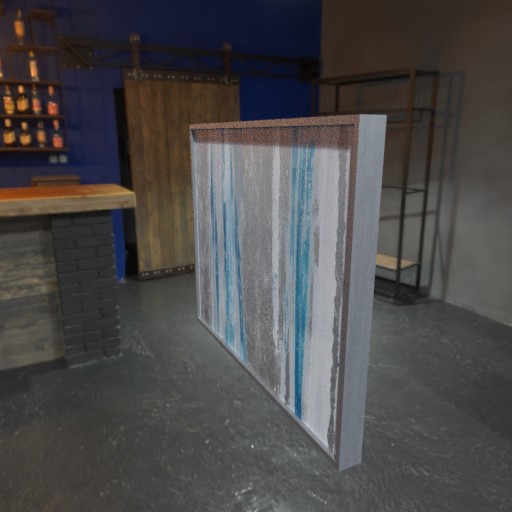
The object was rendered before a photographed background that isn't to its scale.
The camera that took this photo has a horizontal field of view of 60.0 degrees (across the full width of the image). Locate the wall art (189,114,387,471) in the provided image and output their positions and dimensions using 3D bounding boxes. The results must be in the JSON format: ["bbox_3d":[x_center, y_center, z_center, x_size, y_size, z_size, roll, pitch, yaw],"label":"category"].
[{"bbox_3d":[0.000,0.000,0.774,0.037,0.450,0.557,-8,17,-26],"label":"wall art"}]
